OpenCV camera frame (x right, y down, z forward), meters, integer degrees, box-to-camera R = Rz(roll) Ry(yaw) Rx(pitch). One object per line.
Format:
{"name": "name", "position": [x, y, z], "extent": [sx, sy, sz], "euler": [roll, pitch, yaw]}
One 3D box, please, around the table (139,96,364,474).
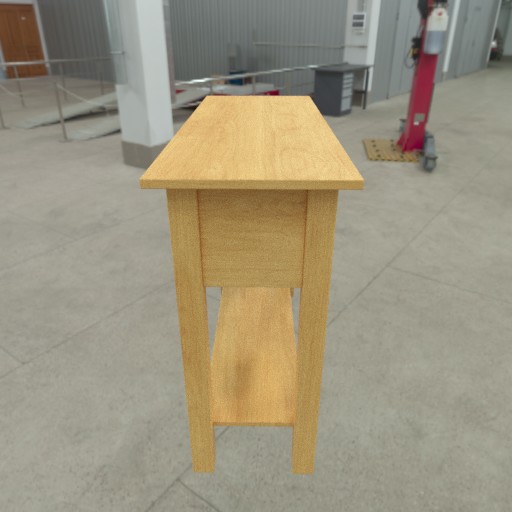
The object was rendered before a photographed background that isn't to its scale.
{"name": "table", "position": [0.000, 0.000, 1.233], "extent": [0.340, 0.728, 0.900], "euler": [0, 27, 1]}
